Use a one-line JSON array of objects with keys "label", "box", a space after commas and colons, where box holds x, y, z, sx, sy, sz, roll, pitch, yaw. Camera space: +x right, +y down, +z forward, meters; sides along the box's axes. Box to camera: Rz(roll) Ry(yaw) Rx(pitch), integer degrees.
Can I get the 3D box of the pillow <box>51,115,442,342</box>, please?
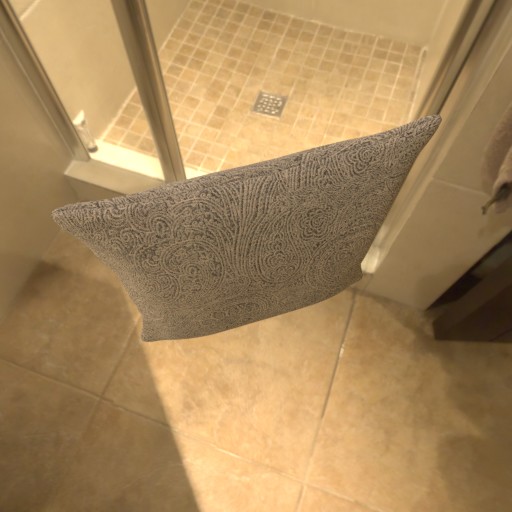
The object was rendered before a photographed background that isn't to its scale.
[{"label": "pillow", "box": [0.000, 0.000, 0.782, 0.523, 0.510, 0.166, -15, 65, -8]}]
